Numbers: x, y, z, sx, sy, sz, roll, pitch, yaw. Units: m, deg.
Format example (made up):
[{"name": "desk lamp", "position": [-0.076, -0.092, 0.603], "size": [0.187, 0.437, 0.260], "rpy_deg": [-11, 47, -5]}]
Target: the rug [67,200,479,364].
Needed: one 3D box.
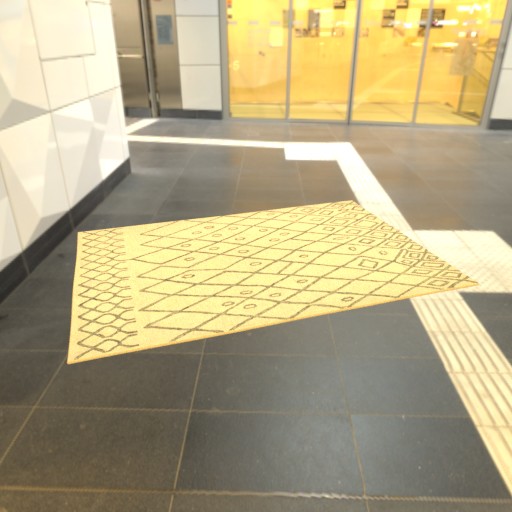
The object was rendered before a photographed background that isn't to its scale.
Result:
[{"name": "rug", "position": [0.000, 0.000, 2.362], "size": [1.828, 0.015, 1.222], "rpy_deg": [-8, 28, -16]}]
